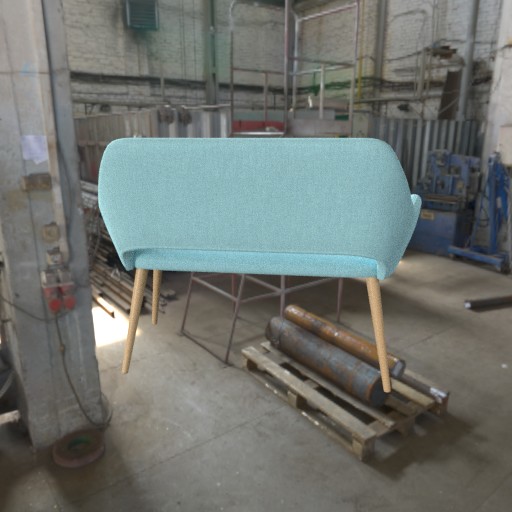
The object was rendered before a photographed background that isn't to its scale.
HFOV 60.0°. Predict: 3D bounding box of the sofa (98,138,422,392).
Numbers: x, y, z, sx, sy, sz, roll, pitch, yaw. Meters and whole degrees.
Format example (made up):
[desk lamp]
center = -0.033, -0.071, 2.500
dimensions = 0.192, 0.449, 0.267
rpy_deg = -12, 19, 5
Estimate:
[sofa]
center = 0.000, 0.000, 1.626
dimensions = 1.150, 0.840, 0.610
rpy_deg = 2, 15, 7
